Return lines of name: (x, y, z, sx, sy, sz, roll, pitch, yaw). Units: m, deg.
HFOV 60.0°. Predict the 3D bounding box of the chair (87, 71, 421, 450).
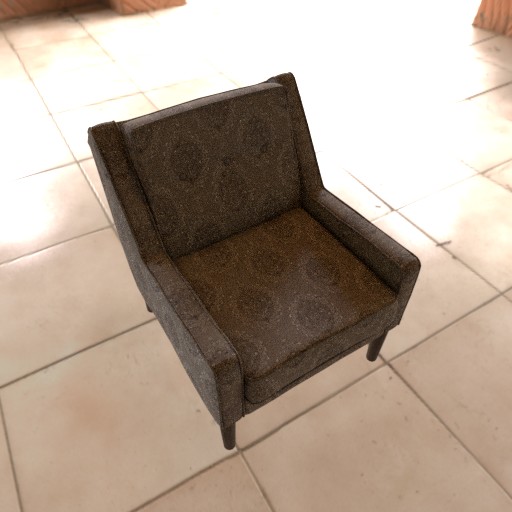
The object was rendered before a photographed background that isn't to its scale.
chair: (0.000, 0.000, 1.355, 0.665, 0.797, 0.750, -24, 51, -22)
